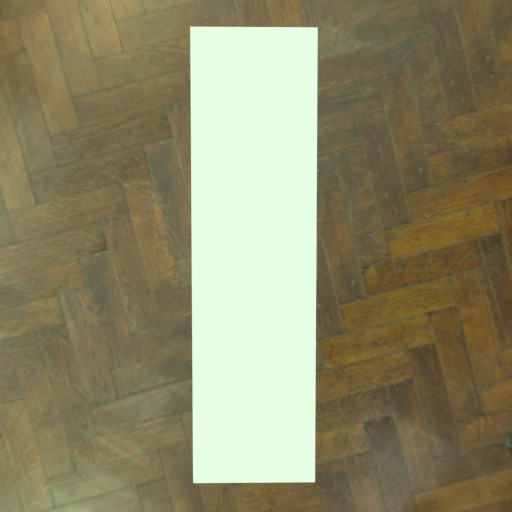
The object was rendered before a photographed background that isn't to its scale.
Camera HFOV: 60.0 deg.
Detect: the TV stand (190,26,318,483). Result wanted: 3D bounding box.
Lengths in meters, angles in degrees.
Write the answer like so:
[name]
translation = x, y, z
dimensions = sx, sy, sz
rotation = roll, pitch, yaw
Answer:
[TV stand]
translation = 0.000, 0.000, 1.638
dimensions = 0.401, 0.560, 1.398
rotation = 0, 93, -1
